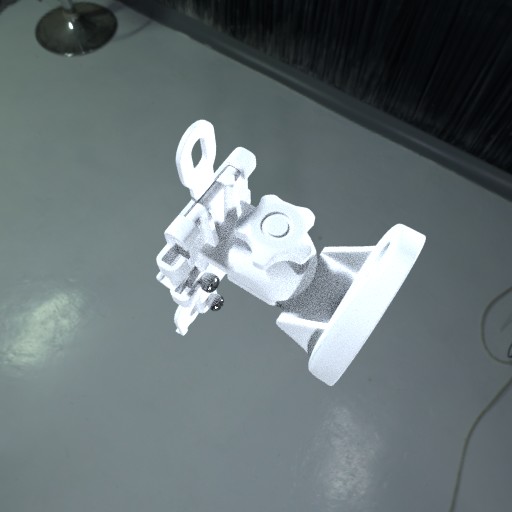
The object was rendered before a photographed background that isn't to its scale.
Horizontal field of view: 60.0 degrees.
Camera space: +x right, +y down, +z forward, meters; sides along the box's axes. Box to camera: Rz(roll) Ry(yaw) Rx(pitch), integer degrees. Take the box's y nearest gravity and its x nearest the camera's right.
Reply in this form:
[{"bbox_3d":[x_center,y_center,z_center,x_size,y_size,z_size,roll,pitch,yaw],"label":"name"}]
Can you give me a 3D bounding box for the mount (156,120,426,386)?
[{"bbox_3d":[0.000,0.000,0.175,0.100,0.118,0.066,30,67,14],"label":"mount"}]
